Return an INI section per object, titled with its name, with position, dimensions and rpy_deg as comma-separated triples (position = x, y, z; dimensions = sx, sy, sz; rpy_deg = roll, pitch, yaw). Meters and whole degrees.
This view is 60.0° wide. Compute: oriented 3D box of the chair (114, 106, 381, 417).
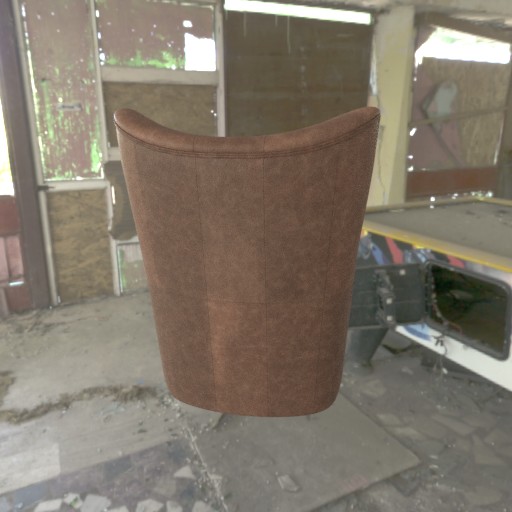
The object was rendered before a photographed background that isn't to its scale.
[chair]
position = 0.000, 0.000, 1.733
dimensions = 0.831, 1.079, 0.930
rpy_deg = 3, 16, 9
